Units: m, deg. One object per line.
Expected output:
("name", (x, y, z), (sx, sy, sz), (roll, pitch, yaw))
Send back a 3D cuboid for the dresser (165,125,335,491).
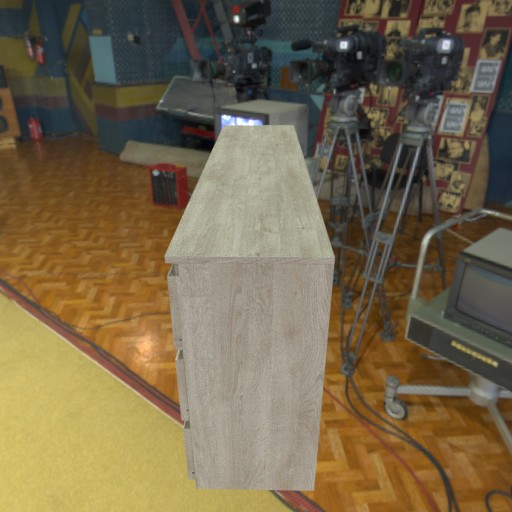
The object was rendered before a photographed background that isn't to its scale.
("dresser", (0.000, 0.000, 1.879), (0.390, 0.795, 1.590), (0, 27, 1))
